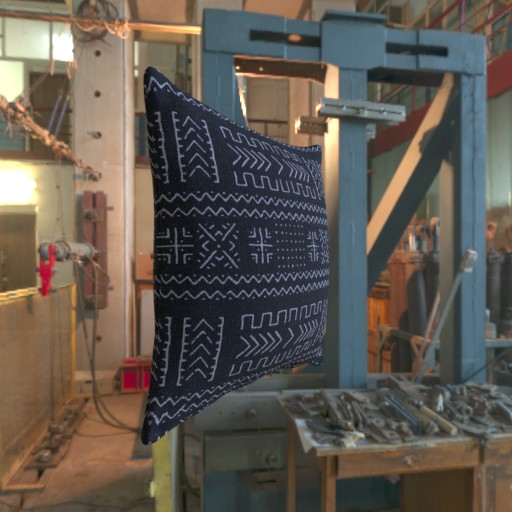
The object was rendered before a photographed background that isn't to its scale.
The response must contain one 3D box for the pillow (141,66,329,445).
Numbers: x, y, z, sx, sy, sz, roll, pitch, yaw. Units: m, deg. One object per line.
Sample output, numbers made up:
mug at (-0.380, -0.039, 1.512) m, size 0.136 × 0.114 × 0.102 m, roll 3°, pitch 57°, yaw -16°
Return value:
pillow at (0.000, 0.000, 0.676) m, size 0.164 × 0.430 × 0.438 m, roll 0°, pitch 0°, yaw 35°
